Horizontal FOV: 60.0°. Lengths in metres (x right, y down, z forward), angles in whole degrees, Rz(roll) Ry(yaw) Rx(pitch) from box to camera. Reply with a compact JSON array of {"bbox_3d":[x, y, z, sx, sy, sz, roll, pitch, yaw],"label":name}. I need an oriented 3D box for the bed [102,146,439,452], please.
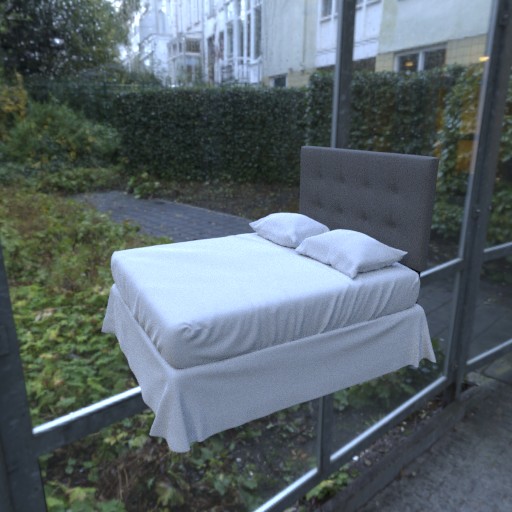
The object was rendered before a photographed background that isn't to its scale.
[{"bbox_3d":[0.000,0.000,3.524,2.222,1.577,1.936,-9,19,-27],"label":"bed"}]
